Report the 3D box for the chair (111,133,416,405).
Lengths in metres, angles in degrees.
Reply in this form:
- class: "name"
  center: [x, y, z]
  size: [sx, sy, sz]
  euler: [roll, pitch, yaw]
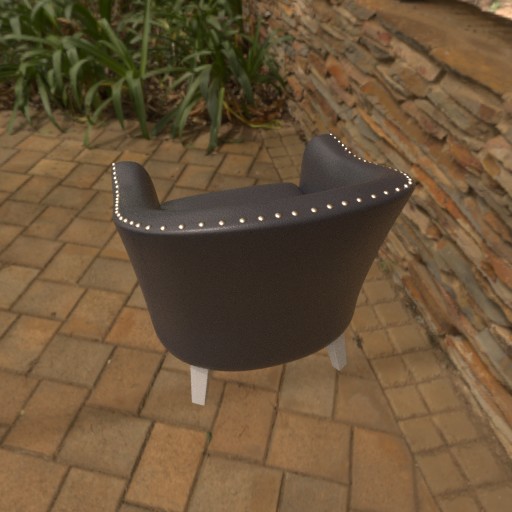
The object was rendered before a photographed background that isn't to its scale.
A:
- class: "chair"
  center: [0.000, 0.000, 1.422]
  size: [0.794, 0.823, 0.748]
  euler: [-11, 42, -12]
